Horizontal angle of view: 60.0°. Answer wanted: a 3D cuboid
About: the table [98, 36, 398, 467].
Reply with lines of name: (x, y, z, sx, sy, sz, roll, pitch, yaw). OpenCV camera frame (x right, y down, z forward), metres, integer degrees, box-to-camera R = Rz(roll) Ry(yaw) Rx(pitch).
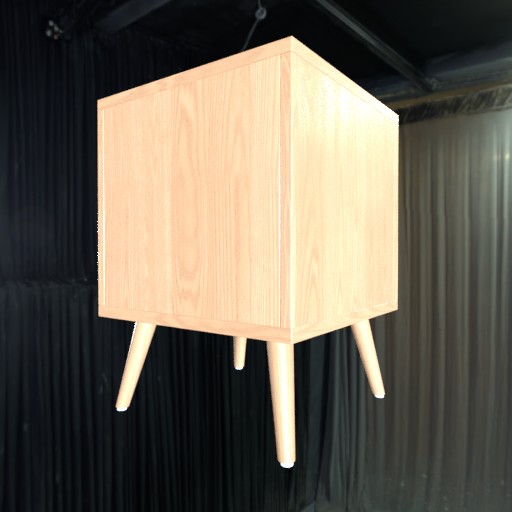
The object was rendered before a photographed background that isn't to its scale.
table: (0.000, 0.000, 0.828, 0.400, 0.550, 0.400, 1, 1, 36)
